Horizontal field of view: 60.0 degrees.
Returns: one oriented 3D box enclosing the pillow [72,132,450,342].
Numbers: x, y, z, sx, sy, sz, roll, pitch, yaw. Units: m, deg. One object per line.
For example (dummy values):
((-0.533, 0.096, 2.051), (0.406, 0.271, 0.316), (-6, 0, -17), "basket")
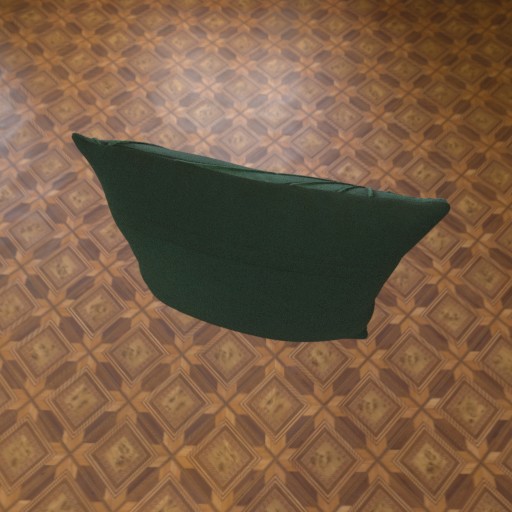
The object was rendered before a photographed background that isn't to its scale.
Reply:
((0.000, 0.000, 0.676), (0.439, 0.440, 0.184), (12, 64, 6), "pillow")
